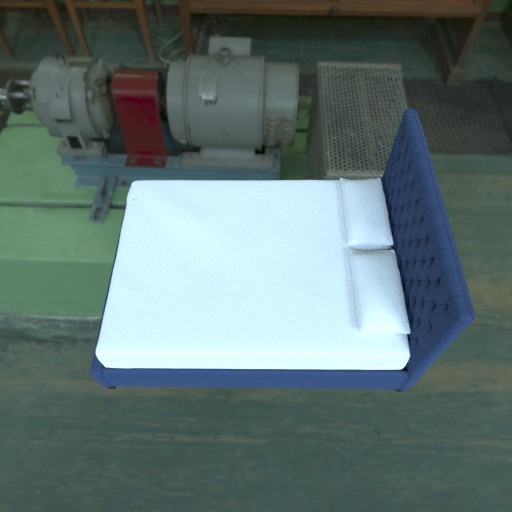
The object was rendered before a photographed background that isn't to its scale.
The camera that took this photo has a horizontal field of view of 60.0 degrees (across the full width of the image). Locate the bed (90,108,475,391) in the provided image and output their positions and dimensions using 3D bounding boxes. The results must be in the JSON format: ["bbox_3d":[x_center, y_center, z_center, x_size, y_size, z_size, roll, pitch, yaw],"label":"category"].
[{"bbox_3d":[0.000,0.000,3.384,2.387,1.427,1.706,0,57,0],"label":"bed"}]
